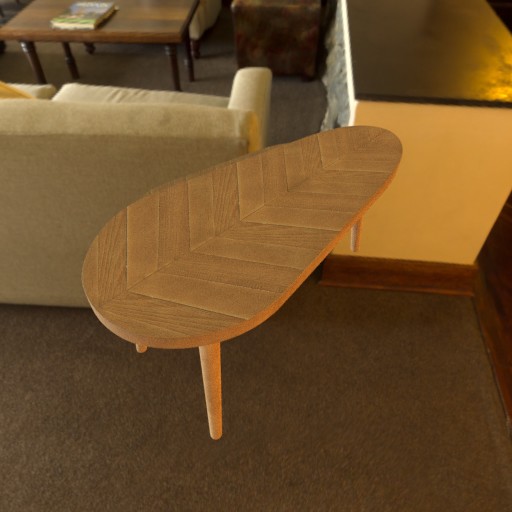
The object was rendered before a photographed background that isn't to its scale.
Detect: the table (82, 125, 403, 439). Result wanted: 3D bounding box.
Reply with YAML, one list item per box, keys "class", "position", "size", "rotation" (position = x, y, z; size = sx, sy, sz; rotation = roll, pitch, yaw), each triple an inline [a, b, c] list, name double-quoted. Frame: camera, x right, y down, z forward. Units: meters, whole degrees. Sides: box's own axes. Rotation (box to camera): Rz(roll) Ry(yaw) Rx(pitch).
- class: "table"
  position: [0.000, 0.000, 1.593]
  size: [1.190, 0.595, 0.701]
  rotation: [-34, 55, -28]
